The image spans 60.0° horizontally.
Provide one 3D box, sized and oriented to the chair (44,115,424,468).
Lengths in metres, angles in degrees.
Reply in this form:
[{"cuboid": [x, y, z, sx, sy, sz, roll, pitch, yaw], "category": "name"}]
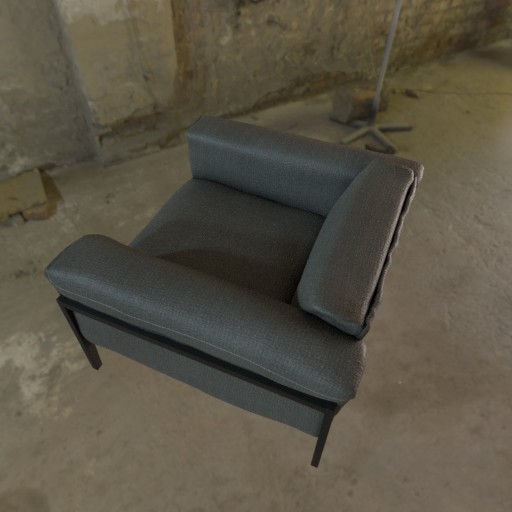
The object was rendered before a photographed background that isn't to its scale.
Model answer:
[{"cuboid": [0.000, 0.000, 1.663, 0.969, 0.646, 1.056, 18, 50, 16], "category": "chair"}]
